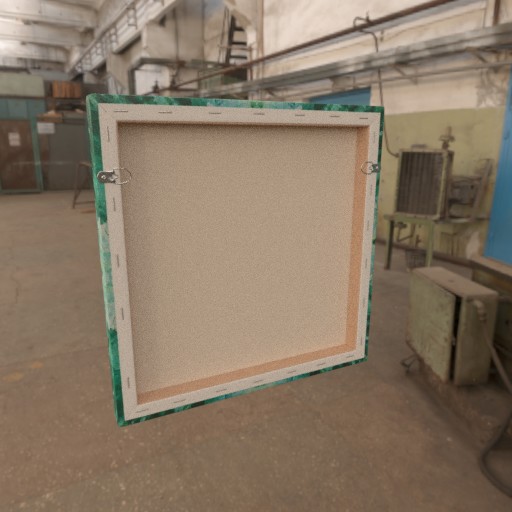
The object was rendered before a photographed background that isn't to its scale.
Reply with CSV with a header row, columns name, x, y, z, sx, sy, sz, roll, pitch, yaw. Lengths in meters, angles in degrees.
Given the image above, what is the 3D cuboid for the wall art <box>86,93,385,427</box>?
name,x,y,z,sx,sy,sz,roll,pitch,yaw
wall art,0.000,0.000,0.768,0.507,0.508,0.038,-7,16,-25
